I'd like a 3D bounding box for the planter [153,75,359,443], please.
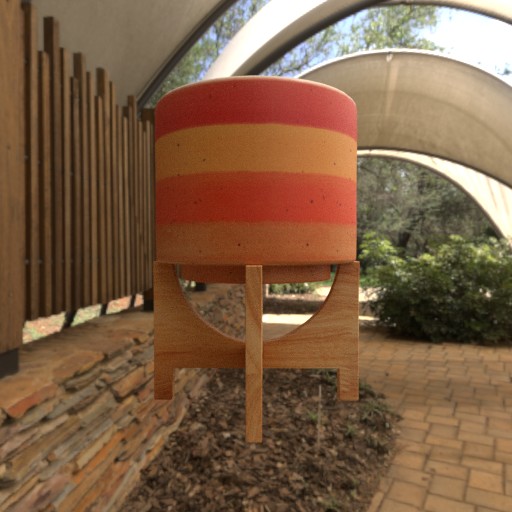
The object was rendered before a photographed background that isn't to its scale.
[{"bbox_3d":[0.000,0.000,0.585,0.269,0.379,0.269,0,1,0],"label":"planter"}]
